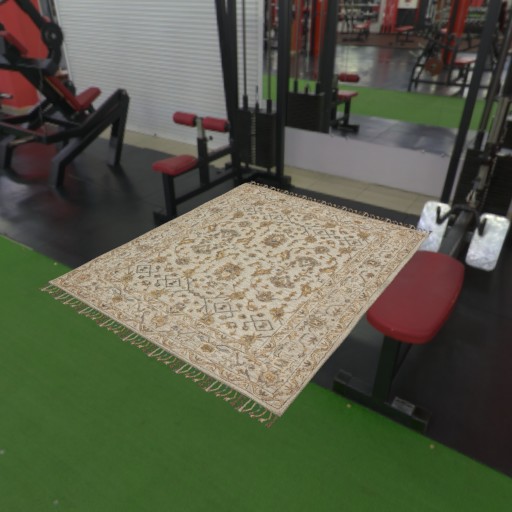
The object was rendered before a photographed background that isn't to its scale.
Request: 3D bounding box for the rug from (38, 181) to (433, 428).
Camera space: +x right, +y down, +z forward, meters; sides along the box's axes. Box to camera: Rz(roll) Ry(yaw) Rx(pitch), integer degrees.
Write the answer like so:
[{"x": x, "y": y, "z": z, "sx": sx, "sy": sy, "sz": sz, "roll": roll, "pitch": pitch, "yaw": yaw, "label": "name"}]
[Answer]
[{"x": 0.000, "y": 0.000, "z": 4.247, "sx": 2.426, "sy": 0.034, "sz": 3.061, "roll": 21, "pitch": 37, "yaw": 30, "label": "rug"}]
